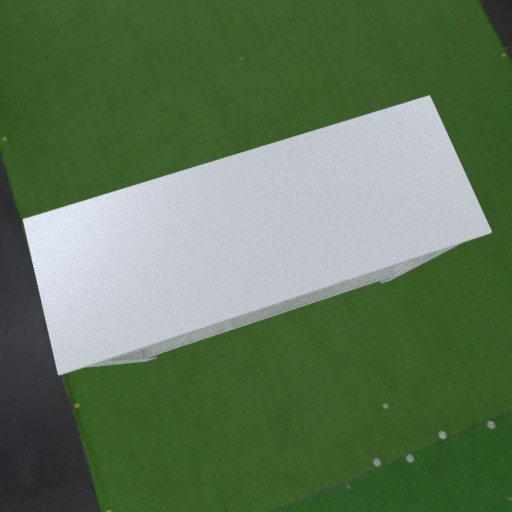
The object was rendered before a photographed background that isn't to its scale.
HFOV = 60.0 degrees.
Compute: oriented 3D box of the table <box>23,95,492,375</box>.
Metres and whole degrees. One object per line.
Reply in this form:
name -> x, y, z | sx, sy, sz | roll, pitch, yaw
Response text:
table -> 0.000, 0.000, 1.439 | 1.068, 0.753, 0.397 | -18, 79, -4
